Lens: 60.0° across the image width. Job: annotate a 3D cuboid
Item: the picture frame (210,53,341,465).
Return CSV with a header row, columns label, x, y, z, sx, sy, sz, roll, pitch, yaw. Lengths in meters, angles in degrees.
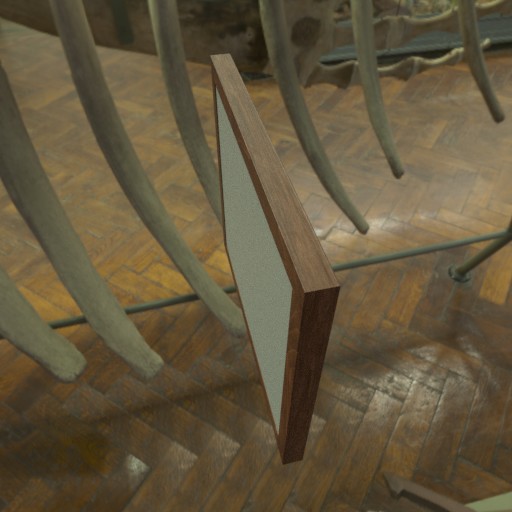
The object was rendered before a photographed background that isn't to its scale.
label,x,y,z,sx,sy,sz,roll,pitch,yaw
picture frame,0.000,0.000,0.539,0.025,0.330,0.381,-10,48,-9
